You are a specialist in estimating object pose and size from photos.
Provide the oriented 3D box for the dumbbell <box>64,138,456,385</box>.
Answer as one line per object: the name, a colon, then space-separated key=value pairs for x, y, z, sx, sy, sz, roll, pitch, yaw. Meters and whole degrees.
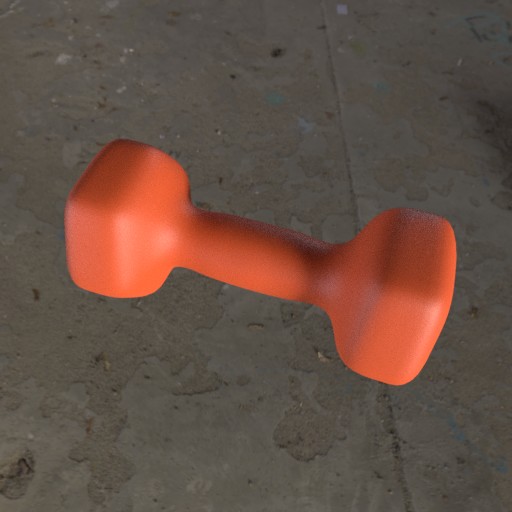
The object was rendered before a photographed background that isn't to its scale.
dumbbell: x=0.000 y=0.000 z=0.201 sx=0.162 sy=0.071 sz=0.079 roll=16 pitch=59 yaw=10
